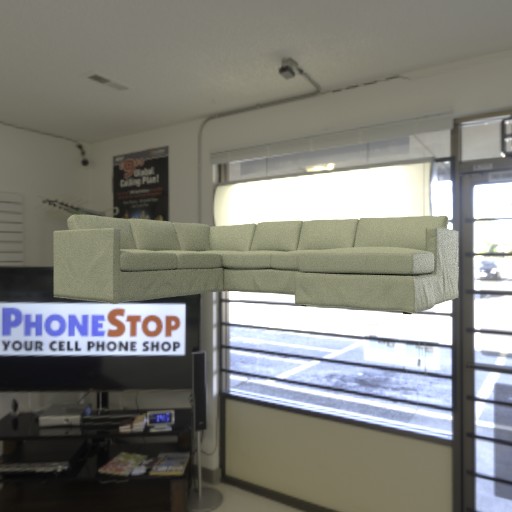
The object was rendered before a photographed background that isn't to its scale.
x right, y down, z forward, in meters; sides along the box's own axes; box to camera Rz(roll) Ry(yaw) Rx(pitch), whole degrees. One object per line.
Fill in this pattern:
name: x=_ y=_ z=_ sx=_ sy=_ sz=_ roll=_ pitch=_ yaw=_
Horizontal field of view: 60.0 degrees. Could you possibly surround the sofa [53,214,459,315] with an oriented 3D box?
sofa: x=0.000 y=0.000 z=4.561 sx=3.460 sy=0.882 sz=2.427 roll=0 pitch=0 yaw=36
